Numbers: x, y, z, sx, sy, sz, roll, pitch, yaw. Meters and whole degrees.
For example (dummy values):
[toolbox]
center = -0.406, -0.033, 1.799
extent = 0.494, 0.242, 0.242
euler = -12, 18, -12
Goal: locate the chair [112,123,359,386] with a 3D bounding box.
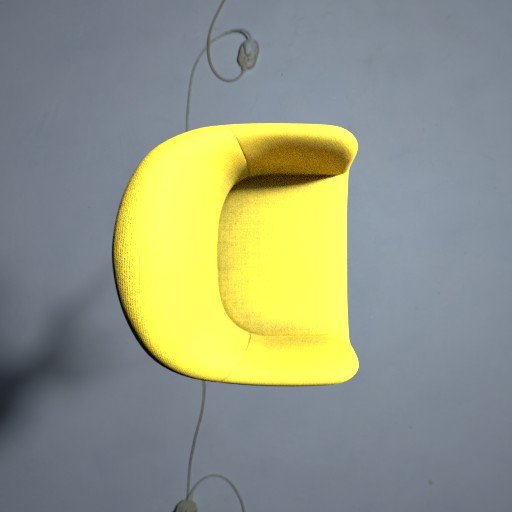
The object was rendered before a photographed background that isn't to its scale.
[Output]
[chair]
center = 0.000, 0.000, 1.209
extent = 0.550, 0.795, 0.590
euler = 0, 89, 0
